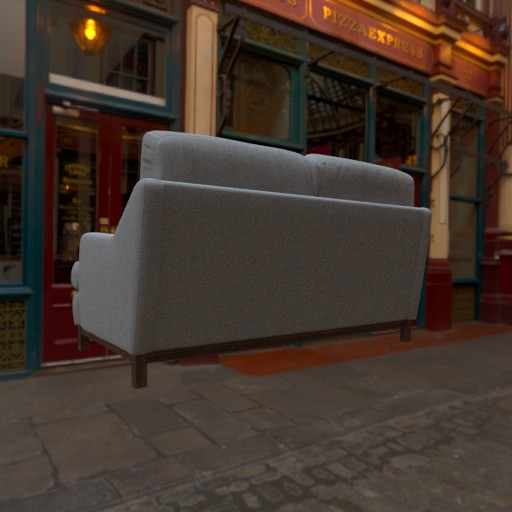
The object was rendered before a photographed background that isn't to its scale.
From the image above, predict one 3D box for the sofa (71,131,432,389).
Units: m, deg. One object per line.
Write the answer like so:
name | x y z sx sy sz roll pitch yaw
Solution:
sofa | 0.000 0.000 2.256 1.589 0.921 0.987 0 0 -35
